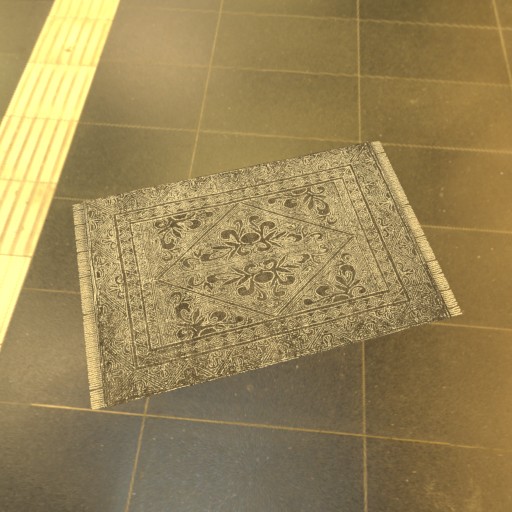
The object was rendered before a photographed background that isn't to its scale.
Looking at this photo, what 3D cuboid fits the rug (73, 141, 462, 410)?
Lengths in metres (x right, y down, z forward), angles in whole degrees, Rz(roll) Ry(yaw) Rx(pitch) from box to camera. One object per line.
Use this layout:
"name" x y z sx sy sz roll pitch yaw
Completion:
"rug" 0.000 0.000 3.123 2.440 0.010 1.529 -13 65 -6
